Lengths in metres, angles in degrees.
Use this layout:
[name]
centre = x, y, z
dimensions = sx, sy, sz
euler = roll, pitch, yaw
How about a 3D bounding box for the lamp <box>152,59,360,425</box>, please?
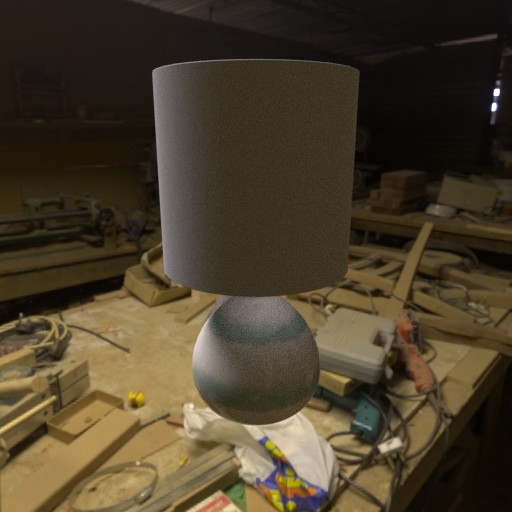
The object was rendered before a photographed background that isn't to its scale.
[lamp]
centre = 0.000, 0.000, 0.530
dimensions = 0.217, 0.404, 0.217
euler = 15, 22, 42
